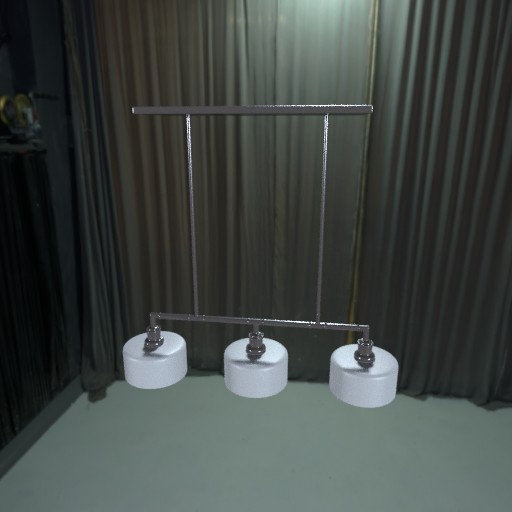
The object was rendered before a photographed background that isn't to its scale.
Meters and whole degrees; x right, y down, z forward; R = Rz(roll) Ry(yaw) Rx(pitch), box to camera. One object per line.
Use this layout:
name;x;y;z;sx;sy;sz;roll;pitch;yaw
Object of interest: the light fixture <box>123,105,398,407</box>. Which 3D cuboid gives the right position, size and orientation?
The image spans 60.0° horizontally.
light fixture;0.000;0.000;0.878;0.582;0.557;0.177;2;17;8
